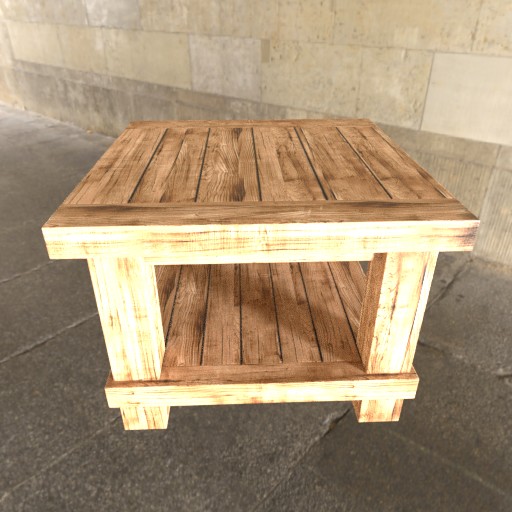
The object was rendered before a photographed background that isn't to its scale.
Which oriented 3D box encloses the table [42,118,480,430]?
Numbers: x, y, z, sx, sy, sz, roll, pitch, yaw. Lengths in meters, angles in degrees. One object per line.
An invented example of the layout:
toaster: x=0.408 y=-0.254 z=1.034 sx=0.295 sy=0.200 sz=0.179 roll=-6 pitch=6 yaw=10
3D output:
table: x=0.000 y=0.000 z=0.992 sx=0.610 sy=0.457 sz=0.610 roll=-1 pitch=30 yaw=-2
